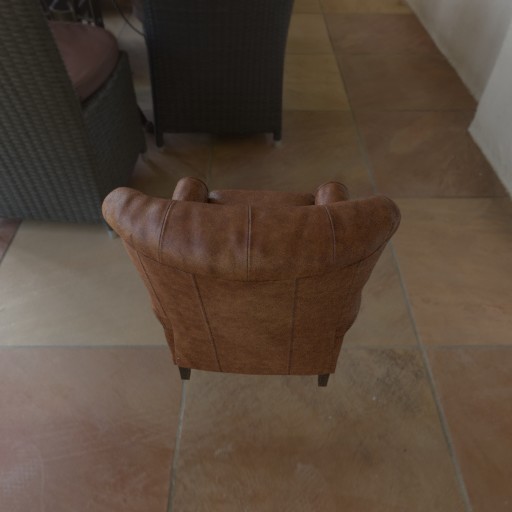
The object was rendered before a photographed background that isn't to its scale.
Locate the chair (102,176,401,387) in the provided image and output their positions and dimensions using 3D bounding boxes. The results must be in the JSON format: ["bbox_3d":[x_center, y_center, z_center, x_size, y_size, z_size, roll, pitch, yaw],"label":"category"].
[{"bbox_3d":[0.000,0.000,1.928,0.951,1.164,1.059,2,47,2],"label":"chair"}]
